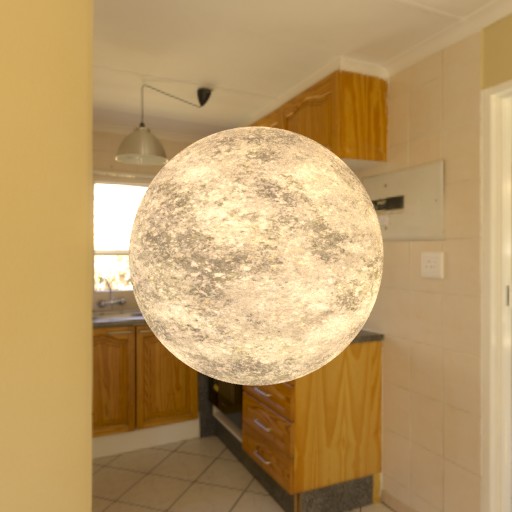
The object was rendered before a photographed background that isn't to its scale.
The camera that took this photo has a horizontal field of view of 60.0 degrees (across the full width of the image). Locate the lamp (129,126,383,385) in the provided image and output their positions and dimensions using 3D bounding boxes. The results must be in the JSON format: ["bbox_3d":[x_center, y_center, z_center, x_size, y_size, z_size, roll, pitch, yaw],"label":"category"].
[{"bbox_3d":[0.000,0.000,0.763,0.422,0.429,0.422,0,0,0],"label":"lamp"}]
